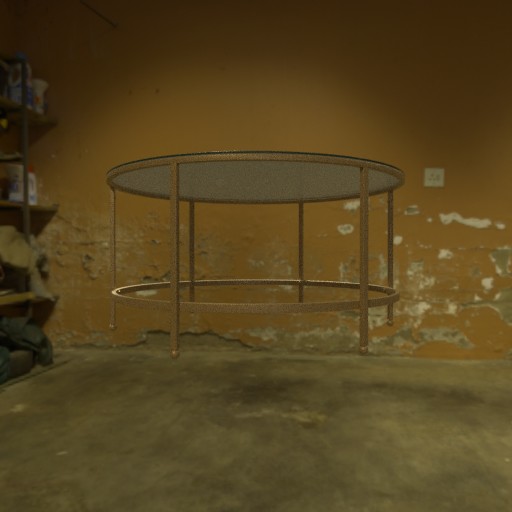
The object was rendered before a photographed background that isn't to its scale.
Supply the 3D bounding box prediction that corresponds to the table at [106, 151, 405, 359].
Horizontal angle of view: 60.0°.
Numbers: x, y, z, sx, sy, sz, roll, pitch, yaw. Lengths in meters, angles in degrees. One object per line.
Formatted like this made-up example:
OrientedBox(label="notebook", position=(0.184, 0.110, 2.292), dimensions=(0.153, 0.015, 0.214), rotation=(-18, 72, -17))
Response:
OrientedBox(label="table", position=(0.000, 0.000, 1.430), dimensions=(0.914, 0.470, 0.914), rotation=(0, 0, 0))
